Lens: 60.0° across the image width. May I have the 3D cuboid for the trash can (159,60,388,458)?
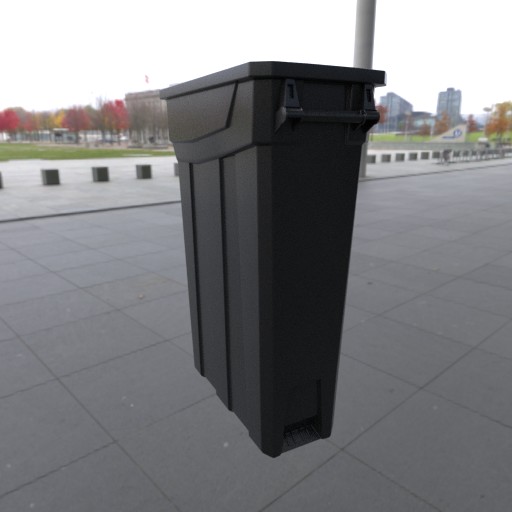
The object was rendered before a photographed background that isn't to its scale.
[{"bbox_3d":[0.000,0.000,1.041,0.281,0.762,0.559,-8,17,-27],"label":"trash can"}]
